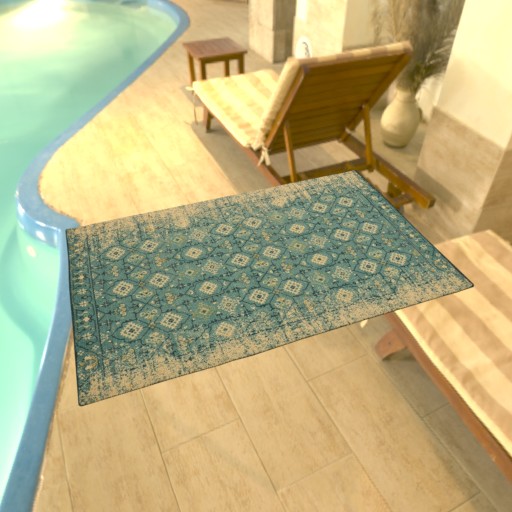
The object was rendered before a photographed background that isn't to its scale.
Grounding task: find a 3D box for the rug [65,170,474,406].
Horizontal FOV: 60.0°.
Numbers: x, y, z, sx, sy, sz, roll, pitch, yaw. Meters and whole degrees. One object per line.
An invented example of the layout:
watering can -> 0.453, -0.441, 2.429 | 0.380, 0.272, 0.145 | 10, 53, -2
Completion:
rug -> 0.000, 0.000, 3.055 | 2.449, 0.015, 1.530 | -14, 43, -15
